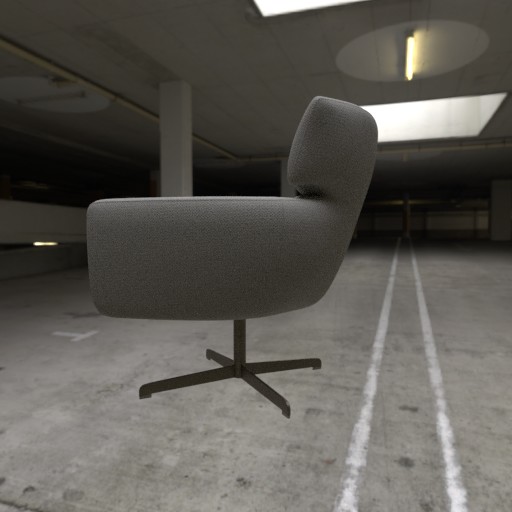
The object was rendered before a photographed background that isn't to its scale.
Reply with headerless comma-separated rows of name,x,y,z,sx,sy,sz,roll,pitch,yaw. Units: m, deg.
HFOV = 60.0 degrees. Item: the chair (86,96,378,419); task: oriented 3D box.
chair,0.000,0.000,1.387,0.730,0.810,0.760,1,2,18
